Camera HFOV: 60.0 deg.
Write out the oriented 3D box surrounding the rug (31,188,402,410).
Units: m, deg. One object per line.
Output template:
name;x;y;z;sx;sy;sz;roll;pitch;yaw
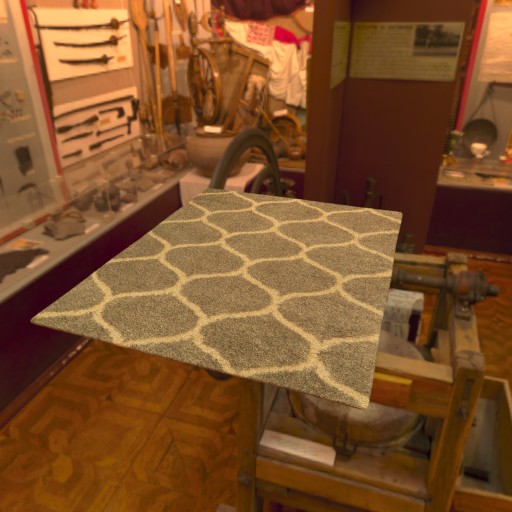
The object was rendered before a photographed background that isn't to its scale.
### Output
rug;0.000;0.000;4.064;2.399;0.026;3.000;10;30;17
